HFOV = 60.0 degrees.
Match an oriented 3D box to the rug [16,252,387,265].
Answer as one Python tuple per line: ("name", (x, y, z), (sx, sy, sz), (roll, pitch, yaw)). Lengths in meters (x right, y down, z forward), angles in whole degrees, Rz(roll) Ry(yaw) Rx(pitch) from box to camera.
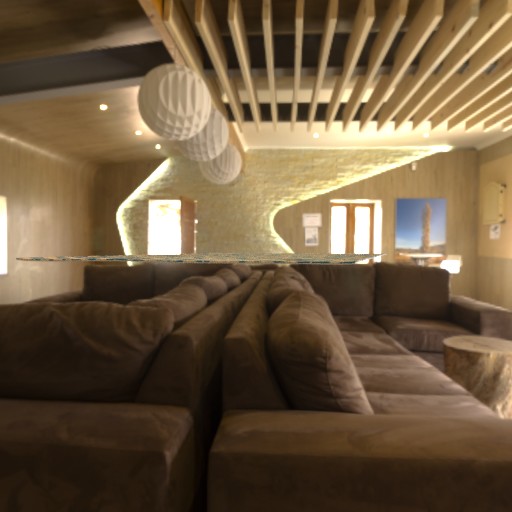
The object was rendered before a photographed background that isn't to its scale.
("rug", (0.000, 0.000, 2.274), (1.209, 0.011, 1.830), (0, 1, 19))
